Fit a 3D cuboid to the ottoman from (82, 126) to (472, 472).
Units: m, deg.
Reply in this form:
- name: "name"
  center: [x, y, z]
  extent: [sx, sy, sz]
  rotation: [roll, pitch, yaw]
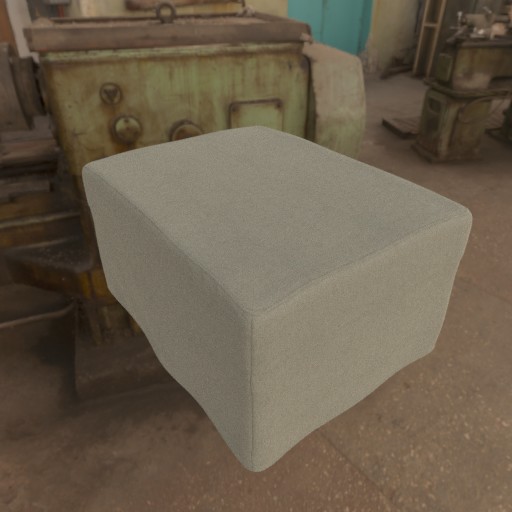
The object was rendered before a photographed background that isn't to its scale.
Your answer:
- name: "ottoman"
  center: [0.000, 0.000, 1.233]
  extent: [0.648, 0.461, 0.833]
  rotation: [-22, 39, -30]
